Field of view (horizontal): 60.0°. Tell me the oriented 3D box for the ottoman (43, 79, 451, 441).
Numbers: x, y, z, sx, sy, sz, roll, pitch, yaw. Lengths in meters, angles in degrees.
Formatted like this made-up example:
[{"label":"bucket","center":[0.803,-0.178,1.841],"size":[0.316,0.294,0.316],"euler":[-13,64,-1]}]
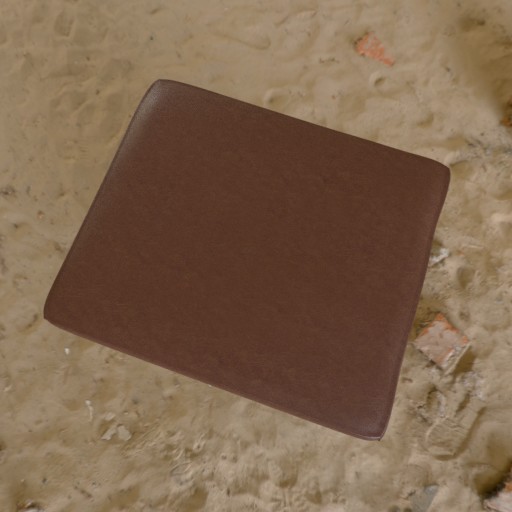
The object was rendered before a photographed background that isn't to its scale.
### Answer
[{"label":"ottoman","center":[0.000,0.000,1.437],"size":[0.987,0.472,0.836],"euler":[19,75,5]}]
